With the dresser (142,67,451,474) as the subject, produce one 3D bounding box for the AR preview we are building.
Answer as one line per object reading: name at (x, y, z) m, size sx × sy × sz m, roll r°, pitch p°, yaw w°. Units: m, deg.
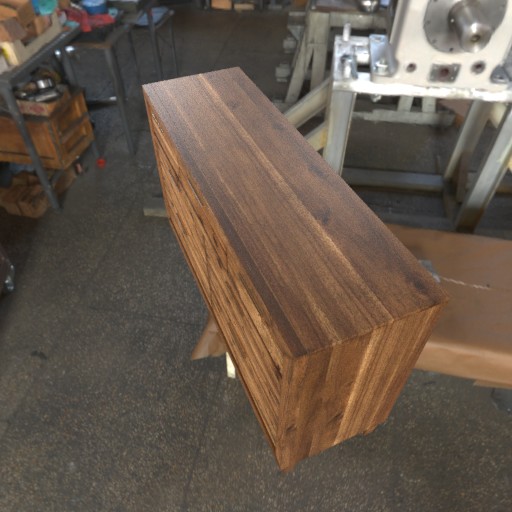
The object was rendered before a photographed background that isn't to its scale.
dresser at (0.000, 0.000, 1.785) m, size 0.438 × 0.892 × 1.387 m, roll -18°, pitch 50°, yaw -16°
